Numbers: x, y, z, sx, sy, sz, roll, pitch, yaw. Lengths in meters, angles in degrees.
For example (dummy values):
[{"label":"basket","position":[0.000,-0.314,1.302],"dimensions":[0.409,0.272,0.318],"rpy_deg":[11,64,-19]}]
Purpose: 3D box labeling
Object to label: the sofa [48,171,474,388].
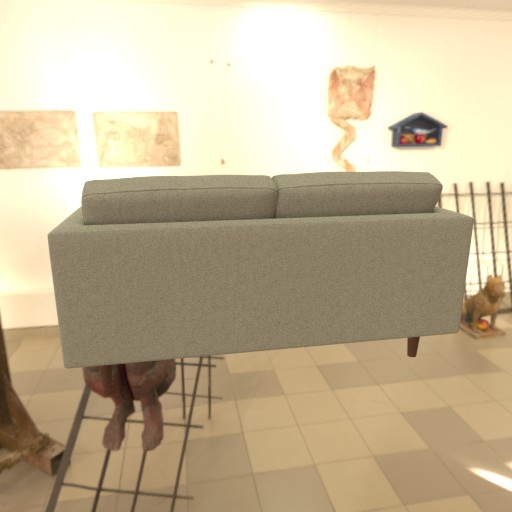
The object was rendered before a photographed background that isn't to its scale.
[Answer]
[{"label":"sofa","position":[0.000,0.000,2.295],"dimensions":[1.731,0.900,1.000],"rpy_deg":[-3,16,-10]}]
